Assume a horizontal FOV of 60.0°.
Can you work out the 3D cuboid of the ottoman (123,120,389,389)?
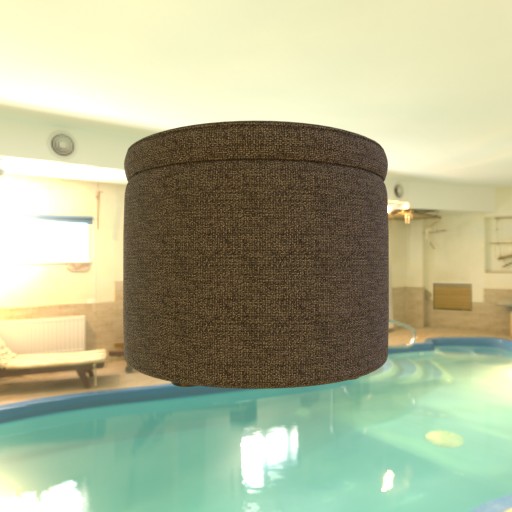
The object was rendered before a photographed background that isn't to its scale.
[{"bbox_3d":[0.000,0.000,0.906,0.520,0.430,0.520,0,0,0],"label":"ottoman"}]
